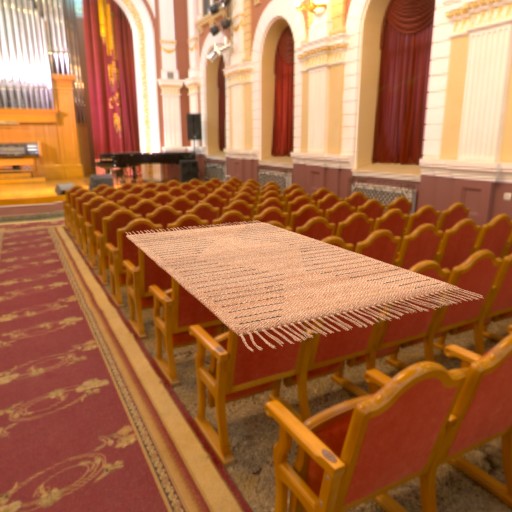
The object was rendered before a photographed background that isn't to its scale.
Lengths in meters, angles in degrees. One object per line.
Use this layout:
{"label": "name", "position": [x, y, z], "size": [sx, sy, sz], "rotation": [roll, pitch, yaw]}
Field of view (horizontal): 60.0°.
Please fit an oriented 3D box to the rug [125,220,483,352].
{"label": "rug", "position": [0.000, 0.000, 2.054], "size": [0.905, 0.017, 1.718], "rotation": [-7, 16, -27]}
